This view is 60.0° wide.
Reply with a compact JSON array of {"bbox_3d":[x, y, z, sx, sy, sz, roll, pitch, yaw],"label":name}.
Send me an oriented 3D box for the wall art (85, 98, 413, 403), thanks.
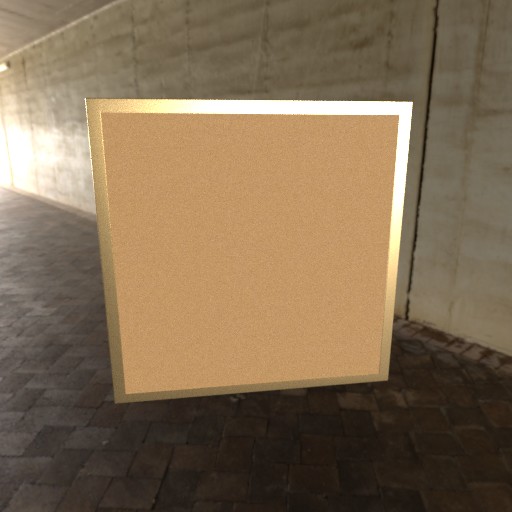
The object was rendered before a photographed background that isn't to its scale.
[{"bbox_3d":[0.000,0.000,0.460,0.305,0.305,0.023,-2,16,-8],"label":"wall art"}]
